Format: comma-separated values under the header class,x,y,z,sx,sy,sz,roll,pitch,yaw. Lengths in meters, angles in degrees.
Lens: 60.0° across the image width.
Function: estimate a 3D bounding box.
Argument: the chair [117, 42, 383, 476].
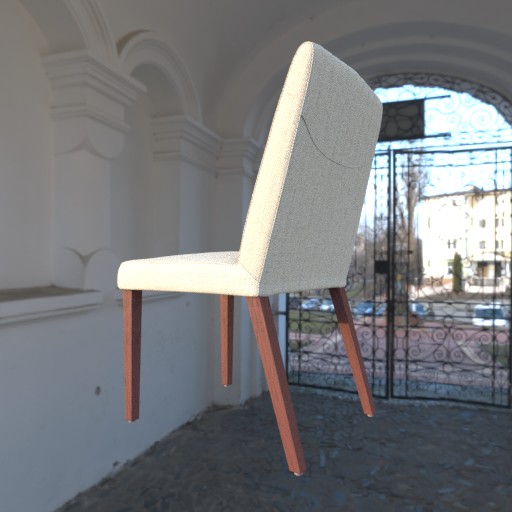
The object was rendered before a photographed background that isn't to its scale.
class,x,y,z,sx,sy,sz,roll,pitch,yaw
chair,0.000,0.000,1.227,0.594,0.900,0.480,0,-1,35
